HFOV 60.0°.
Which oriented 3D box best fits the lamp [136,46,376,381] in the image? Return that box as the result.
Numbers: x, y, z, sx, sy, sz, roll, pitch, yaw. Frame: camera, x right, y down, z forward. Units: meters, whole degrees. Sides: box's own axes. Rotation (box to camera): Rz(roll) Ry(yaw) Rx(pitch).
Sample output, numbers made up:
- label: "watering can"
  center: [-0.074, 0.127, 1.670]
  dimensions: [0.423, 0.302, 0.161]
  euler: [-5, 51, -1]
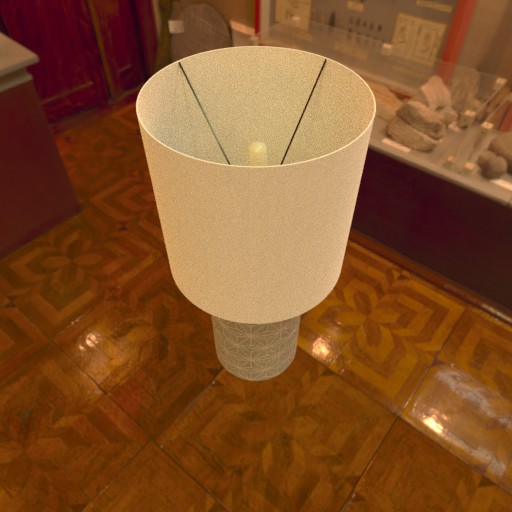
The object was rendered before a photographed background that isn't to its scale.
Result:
- label: "lamp"
  center: [0.000, 0.000, 0.541]
  dimensions: [0.206, 0.416, 0.206]
  euler: [33, 56, 27]
